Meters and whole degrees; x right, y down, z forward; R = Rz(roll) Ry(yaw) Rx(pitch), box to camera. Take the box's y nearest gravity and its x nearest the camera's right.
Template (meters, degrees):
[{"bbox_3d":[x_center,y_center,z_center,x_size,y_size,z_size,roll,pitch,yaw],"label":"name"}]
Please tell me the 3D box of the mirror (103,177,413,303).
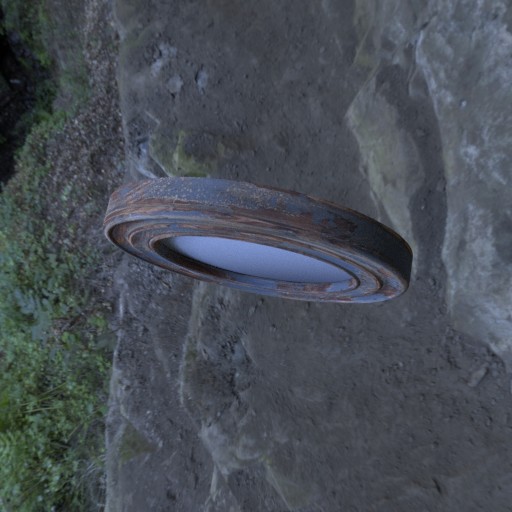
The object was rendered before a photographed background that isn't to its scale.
[{"bbox_3d":[0.000,0.000,0.881,0.585,0.585,0.061,10,77,3],"label":"mirror"}]
